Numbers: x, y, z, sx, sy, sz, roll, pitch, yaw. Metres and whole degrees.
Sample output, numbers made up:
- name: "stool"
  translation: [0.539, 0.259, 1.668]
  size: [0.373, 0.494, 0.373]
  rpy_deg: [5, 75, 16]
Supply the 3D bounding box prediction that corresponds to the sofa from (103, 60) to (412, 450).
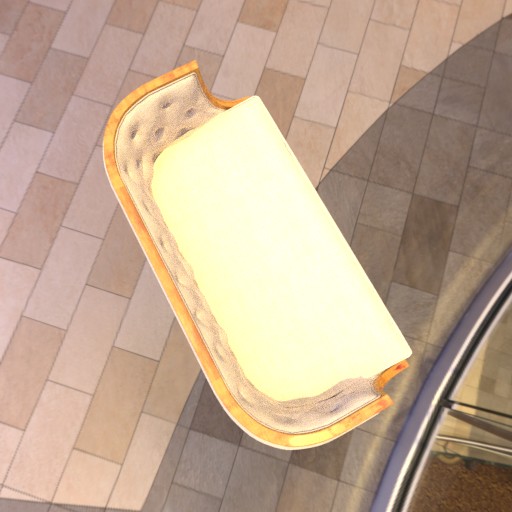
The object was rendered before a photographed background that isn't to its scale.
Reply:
- name: "sofa"
  translation: [0.000, 0.000, 1.946]
  size: [0.770, 0.775, 1.474]
  rpy_deg: [-28, 79, -6]
